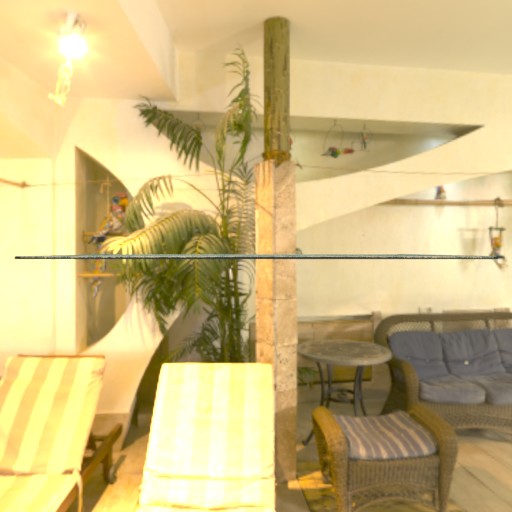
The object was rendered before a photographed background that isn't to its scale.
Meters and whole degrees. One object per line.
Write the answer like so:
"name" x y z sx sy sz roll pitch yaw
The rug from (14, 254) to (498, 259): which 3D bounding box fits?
"rug" 0.000 0.000 2.981 2.449 0.015 1.530 0 1 0
